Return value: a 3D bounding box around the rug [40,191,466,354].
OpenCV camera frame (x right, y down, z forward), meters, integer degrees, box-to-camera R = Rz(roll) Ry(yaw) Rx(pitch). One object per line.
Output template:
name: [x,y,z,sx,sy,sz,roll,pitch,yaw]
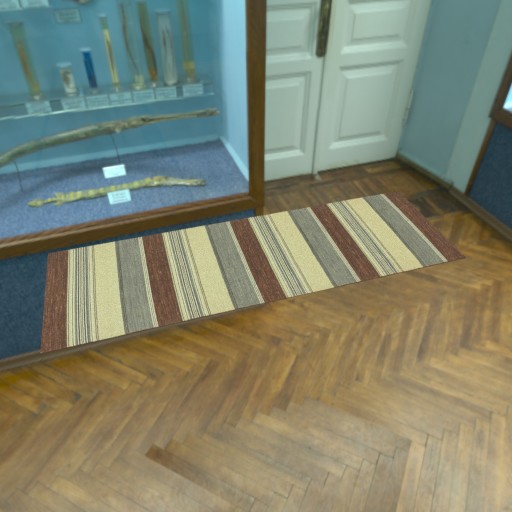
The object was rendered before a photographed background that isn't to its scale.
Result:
rug: [0.000,0.000,2.718,2.437,0.006,0.792,-11,42,-13]
